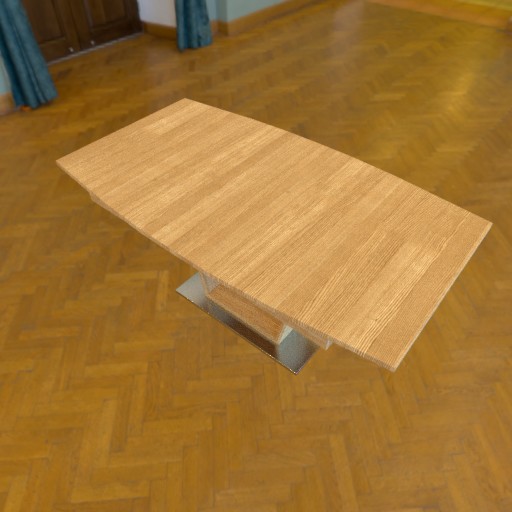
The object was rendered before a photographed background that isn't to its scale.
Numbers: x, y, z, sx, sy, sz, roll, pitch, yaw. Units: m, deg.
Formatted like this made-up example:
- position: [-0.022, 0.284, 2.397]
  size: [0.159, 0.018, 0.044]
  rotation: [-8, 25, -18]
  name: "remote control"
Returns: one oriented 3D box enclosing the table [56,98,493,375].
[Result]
- position: [0.000, 0.000, 2.024]
  size: [1.598, 0.748, 0.900]
  rotation: [30, 52, 27]
  name: "table"
